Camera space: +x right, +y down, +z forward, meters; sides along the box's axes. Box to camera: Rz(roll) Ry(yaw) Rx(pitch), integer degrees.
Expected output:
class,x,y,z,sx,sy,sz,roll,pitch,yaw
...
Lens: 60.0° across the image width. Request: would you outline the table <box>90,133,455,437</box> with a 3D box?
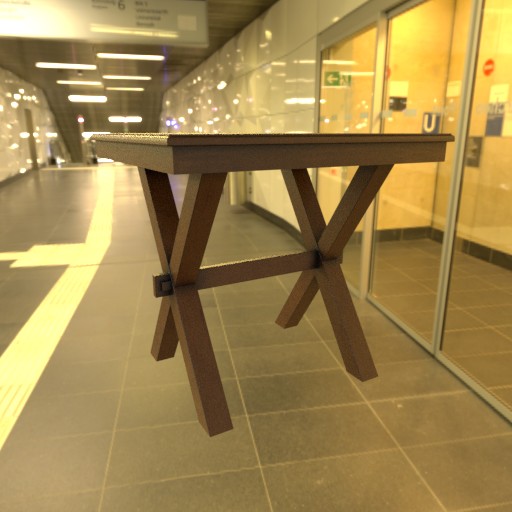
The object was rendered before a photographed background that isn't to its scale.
class,x,y,z,sx,sy,sz,roll,pitch,yaw
table,0.000,0.000,1.055,0.602,0.562,0.560,-9,18,-29
